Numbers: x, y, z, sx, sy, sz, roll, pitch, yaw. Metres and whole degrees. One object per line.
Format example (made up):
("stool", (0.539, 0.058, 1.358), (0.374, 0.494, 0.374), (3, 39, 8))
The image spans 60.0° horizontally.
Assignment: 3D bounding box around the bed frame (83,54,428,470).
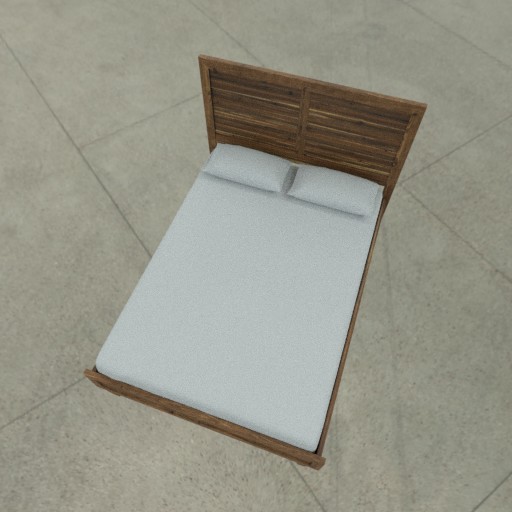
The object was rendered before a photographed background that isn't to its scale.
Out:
("bed frame", (0.000, 0.000, 3.225), (1.696, 1.417, 2.276), (17, 60, 10))
